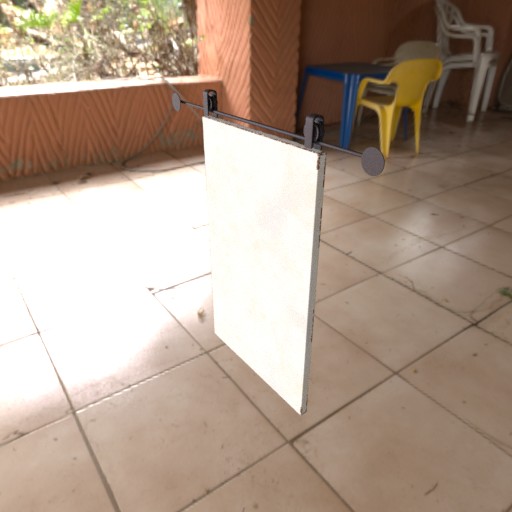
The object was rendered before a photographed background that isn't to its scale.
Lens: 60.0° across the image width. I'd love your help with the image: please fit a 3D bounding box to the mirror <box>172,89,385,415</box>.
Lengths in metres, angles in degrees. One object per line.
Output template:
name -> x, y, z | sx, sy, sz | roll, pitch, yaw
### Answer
mirror -> 0.000, 0.000, 1.255 | 0.037, 0.844, 0.808 | -20, 34, -32
